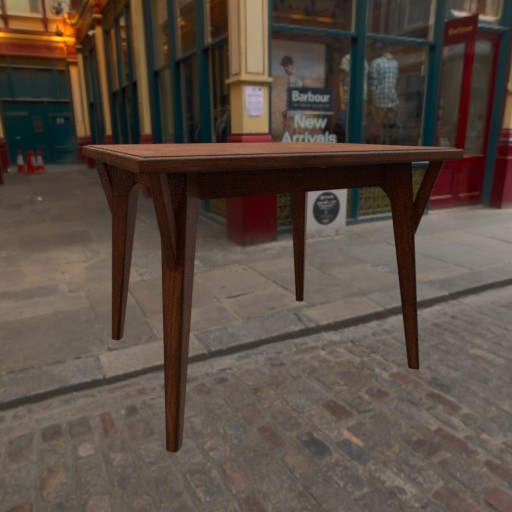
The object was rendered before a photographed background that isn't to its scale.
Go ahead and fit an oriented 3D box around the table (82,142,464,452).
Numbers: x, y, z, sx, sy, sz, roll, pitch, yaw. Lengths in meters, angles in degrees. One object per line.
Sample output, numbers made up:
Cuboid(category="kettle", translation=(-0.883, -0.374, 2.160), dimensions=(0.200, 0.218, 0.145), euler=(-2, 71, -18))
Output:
Cuboid(category="table", translation=(0.000, 0.000, 1.584), dimensions=(0.991, 0.761, 0.838), euler=(-8, 18, -27))
